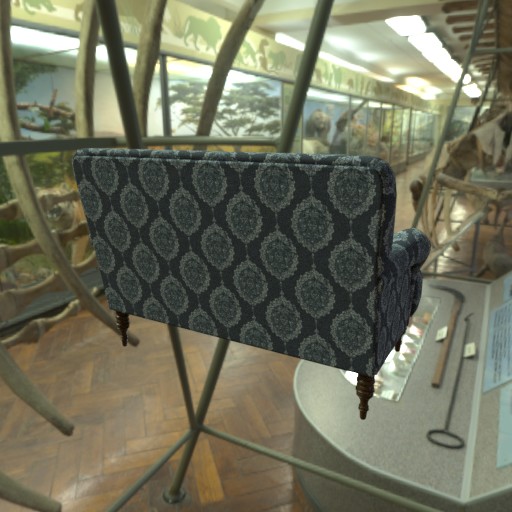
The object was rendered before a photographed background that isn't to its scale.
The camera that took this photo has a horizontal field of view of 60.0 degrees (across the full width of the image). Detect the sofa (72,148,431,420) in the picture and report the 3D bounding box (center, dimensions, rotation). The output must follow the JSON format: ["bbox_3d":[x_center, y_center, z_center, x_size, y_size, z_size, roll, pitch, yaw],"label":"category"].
[{"bbox_3d":[0.000,0.000,1.819,1.297,0.867,0.779,9,18,28],"label":"sofa"}]
